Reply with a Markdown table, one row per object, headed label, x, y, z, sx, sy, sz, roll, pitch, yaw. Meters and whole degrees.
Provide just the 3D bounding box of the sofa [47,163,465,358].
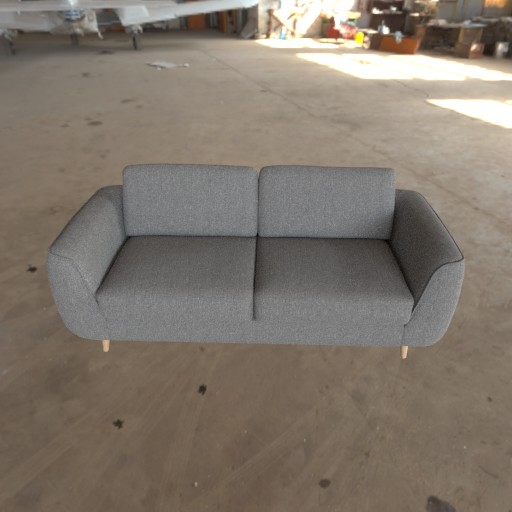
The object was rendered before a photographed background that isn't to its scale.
| label | x | y | z | sx | sy | sz | roll | pitch | yaw |
| --- | --- | --- | --- | --- | --- | --- | --- | --- | --- |
| sofa | 0.000 | 0.000 | 2.479 | 2.000 | 0.870 | 0.920 | 1 | 31 | 2 |
